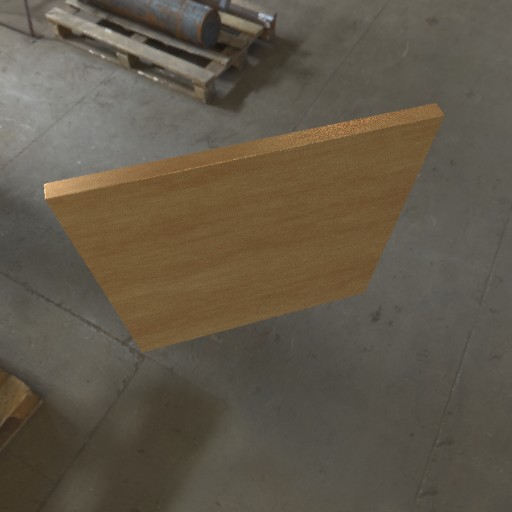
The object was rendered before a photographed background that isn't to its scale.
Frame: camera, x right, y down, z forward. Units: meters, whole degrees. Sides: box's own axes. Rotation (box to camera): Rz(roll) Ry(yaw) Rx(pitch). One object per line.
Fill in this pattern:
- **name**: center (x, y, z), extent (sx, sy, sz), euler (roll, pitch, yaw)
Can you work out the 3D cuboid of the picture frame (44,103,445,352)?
- **picture frame**: center (0.000, 0.000, 1.142), extent (0.758, 0.761, 0.037), euler (-14, 59, -8)
